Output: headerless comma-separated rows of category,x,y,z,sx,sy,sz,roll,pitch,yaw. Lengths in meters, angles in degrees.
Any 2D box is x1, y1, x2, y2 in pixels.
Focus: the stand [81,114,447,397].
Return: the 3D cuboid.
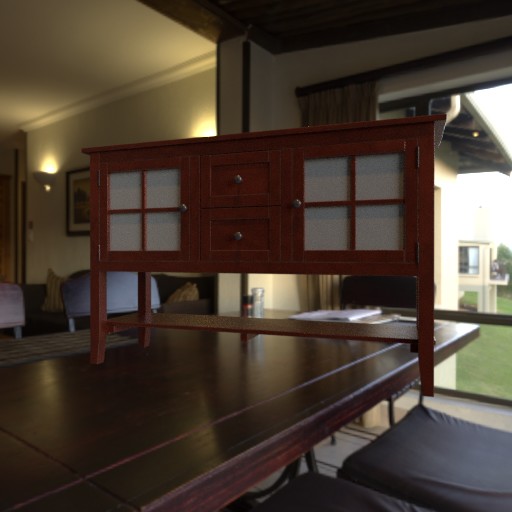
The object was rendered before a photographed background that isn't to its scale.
stand,0.000,0.000,1.755,1.362,0.872,0.410,0,0,19
